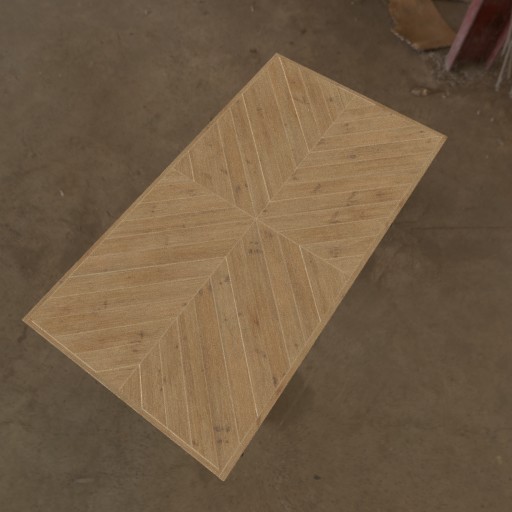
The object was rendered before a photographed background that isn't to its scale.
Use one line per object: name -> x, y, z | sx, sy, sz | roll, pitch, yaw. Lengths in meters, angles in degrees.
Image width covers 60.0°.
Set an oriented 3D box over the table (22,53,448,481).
table -> 0.000, 0.000, 2.285 | 0.991, 0.762, 1.803 | 32, 69, 14
